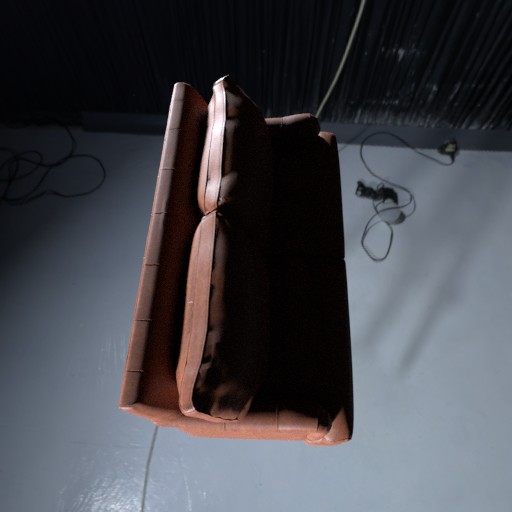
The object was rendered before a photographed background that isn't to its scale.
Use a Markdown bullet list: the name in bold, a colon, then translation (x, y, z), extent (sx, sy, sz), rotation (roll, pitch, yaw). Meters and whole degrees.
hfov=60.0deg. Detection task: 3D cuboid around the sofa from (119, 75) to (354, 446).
- **sofa**: translation (0.000, 0.000, 2.793), extent (1.147, 1.071, 2.144), rotation (2, 62, 1)
